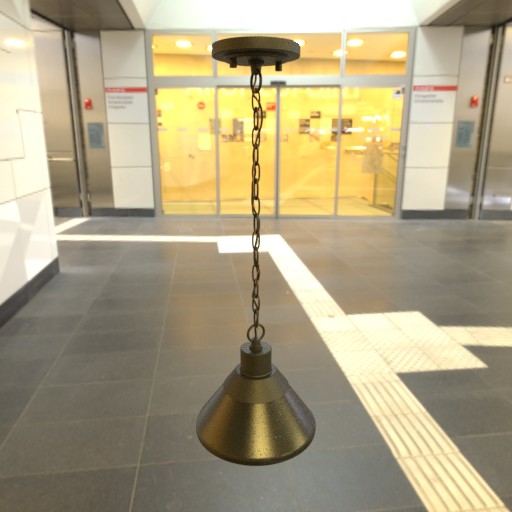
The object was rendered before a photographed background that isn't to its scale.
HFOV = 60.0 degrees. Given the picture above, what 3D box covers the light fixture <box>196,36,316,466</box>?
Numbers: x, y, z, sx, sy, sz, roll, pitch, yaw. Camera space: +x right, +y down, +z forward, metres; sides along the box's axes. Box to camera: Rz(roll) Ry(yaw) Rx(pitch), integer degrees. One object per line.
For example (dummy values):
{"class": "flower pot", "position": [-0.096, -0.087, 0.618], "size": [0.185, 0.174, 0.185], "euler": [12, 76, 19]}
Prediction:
{"class": "light fixture", "position": [0.000, 0.000, 0.675], "size": [0.201, 0.588, 0.201], "euler": [-7, 17, -26]}
